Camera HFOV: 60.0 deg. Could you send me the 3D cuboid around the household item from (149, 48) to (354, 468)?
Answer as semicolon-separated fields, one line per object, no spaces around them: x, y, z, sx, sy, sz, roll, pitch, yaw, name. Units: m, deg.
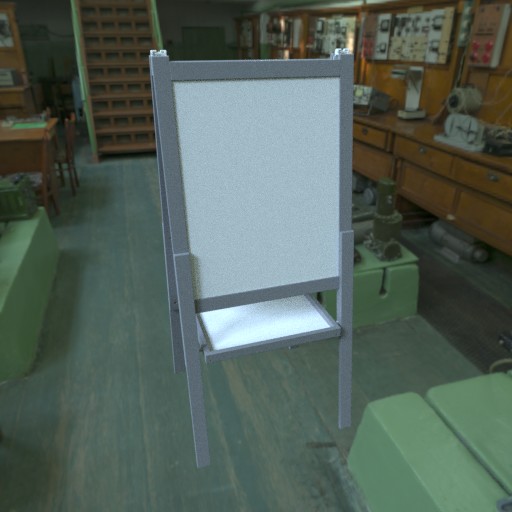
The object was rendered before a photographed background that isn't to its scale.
0.000;0.000;1.387;0.531;1.172;0.469;-8;27;-16;household item
